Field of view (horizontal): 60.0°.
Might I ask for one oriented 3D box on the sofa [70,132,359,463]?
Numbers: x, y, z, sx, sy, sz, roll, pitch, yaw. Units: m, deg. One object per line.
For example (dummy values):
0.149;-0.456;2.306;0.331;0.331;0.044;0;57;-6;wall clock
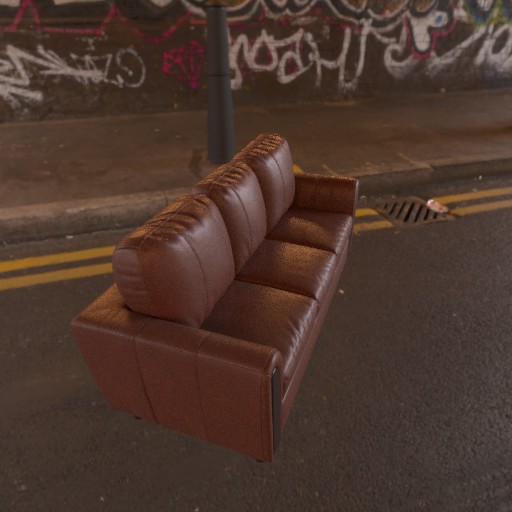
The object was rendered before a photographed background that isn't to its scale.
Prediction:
0.000;0.000;2.331;0.802;0.915;1.862;11;32;17;sofa
